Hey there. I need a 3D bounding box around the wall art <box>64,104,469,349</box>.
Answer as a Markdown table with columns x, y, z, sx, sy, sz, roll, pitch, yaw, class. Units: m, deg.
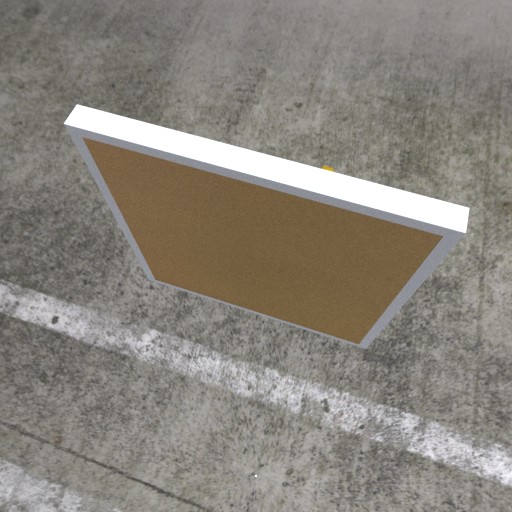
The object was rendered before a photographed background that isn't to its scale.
| x | y | z | sx | sy | sz | roll | pitch | yaw | class |
| --- | --- | --- | --- | --- | --- | --- | --- | --- | --- |
| 0.000 | 0.000 | 0.767 | 0.508 | 0.507 | 0.035 | 17 | 65 | 8 | wall art |
